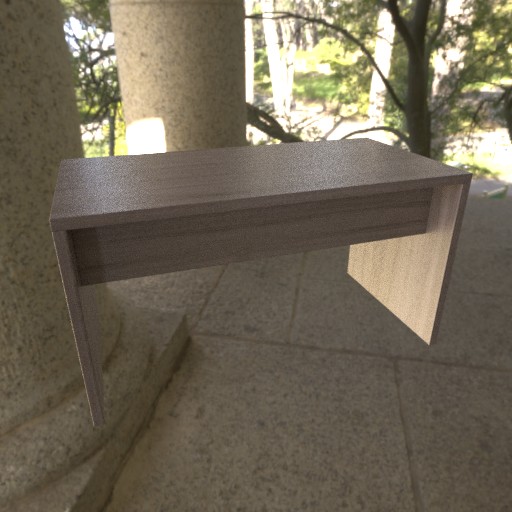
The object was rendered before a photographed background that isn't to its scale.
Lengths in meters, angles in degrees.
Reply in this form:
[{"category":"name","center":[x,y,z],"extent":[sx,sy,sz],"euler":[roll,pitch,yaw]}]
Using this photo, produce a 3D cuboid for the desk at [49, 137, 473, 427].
[{"category":"desk","center":[0.000,0.000,1.814],"extent":[1.380,0.745,0.690],"euler":[-9,27,-17]}]
